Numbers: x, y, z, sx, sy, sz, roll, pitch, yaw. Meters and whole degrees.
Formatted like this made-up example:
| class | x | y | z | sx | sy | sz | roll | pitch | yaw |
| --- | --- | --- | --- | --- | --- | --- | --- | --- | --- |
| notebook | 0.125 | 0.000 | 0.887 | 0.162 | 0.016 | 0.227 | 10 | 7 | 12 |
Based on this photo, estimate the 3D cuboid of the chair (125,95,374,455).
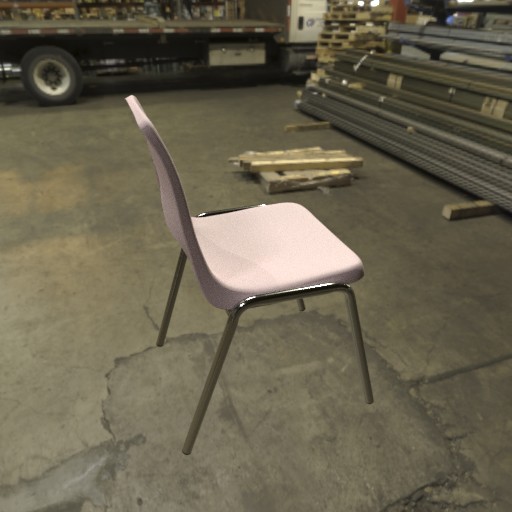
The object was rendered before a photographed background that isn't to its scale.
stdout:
| class | x | y | z | sx | sy | sz | roll | pitch | yaw |
| --- | --- | --- | --- | --- | --- | --- | --- | --- | --- |
| chair | 0.000 | 0.000 | 0.927 | 0.436 | 0.653 | 0.381 | -10 | 32 | -17 |
